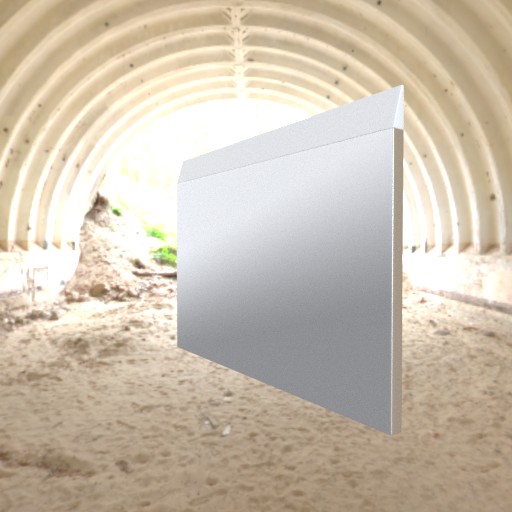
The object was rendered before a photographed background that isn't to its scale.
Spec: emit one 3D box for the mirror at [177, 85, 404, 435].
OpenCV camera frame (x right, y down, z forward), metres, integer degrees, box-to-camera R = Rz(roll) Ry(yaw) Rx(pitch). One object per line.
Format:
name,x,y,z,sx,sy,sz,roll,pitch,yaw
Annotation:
mirror,0.000,0.000,1.149,0.030,0.630,0.870,-1,2,-36
